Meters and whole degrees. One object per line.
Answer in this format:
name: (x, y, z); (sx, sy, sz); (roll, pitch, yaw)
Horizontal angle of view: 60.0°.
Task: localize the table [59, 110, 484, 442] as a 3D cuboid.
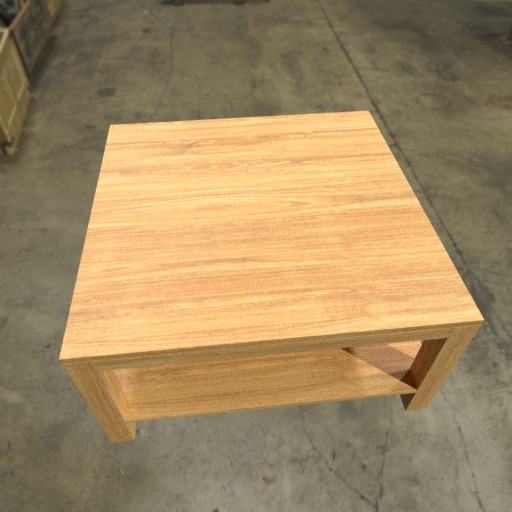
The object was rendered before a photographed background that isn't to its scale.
table: (0.000, 0.000, 1.398); (0.900, 0.450, 0.900); (-5, 47, -4)
